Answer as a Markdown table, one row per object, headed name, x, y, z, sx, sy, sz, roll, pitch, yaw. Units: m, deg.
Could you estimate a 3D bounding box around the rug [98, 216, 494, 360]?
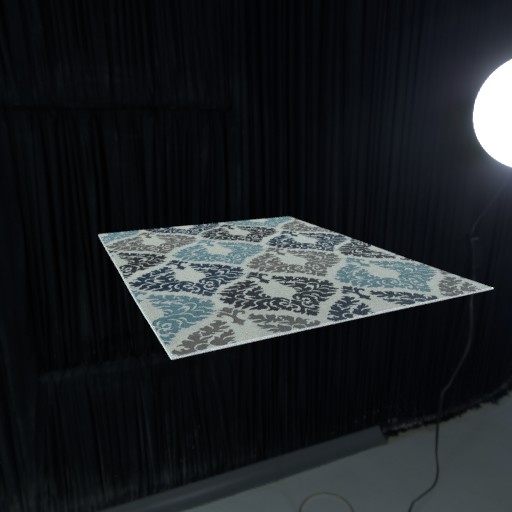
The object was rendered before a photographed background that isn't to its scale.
| name | x | y | z | sx | sy | sz | roll | pitch | yaw |
| --- | --- | --- | --- | --- | --- | --- | --- | --- | --- |
| rug | 0.000 | 0.000 | 4.066 | 2.423 | 0.014 | 3.040 | -8 | 18 | -24 |
